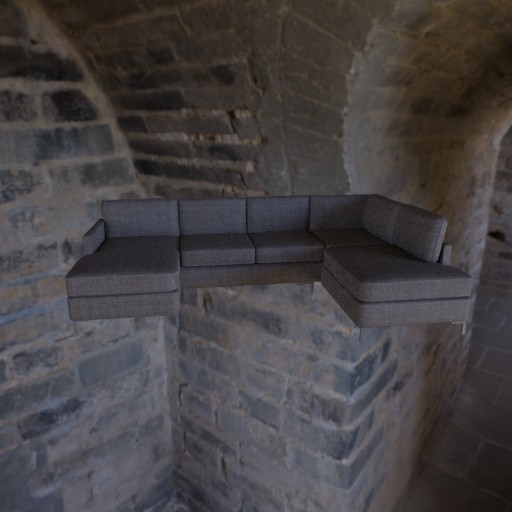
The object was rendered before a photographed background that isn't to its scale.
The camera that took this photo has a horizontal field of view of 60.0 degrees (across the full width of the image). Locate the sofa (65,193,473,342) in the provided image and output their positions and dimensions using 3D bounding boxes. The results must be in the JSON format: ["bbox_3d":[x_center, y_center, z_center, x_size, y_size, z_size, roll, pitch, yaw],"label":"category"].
[{"bbox_3d":[0.000,0.000,4.441,3.423,0.999,2.048,-2,17,-8],"label":"sofa"}]
